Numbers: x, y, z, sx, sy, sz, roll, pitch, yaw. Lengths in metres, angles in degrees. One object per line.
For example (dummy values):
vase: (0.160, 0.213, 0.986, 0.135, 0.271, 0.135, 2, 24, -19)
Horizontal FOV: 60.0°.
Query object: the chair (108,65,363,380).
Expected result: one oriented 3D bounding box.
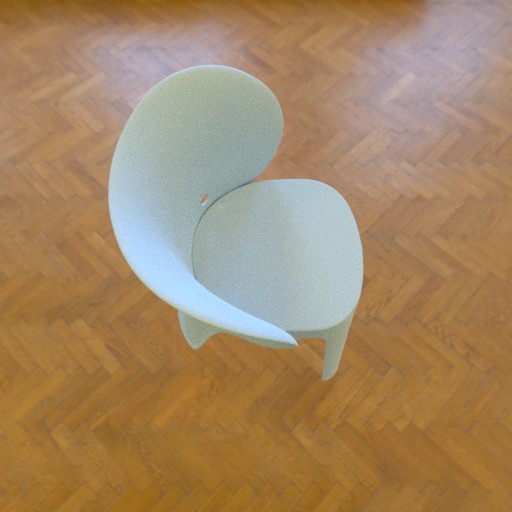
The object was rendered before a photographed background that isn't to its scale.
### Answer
chair: (0.000, 0.000, 0.854, 0.402, 0.554, 0.451, -1, 64, -1)
